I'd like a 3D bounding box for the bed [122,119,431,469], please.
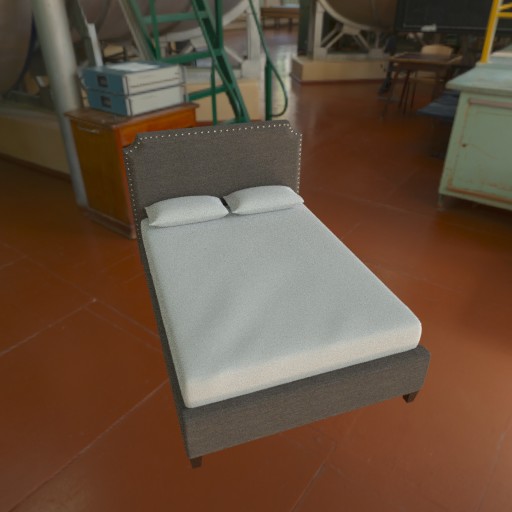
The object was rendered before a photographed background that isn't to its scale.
[{"bbox_3d":[0.000,0.000,3.540,1.713,1.457,2.381,-10,33,-16],"label":"bed"}]
